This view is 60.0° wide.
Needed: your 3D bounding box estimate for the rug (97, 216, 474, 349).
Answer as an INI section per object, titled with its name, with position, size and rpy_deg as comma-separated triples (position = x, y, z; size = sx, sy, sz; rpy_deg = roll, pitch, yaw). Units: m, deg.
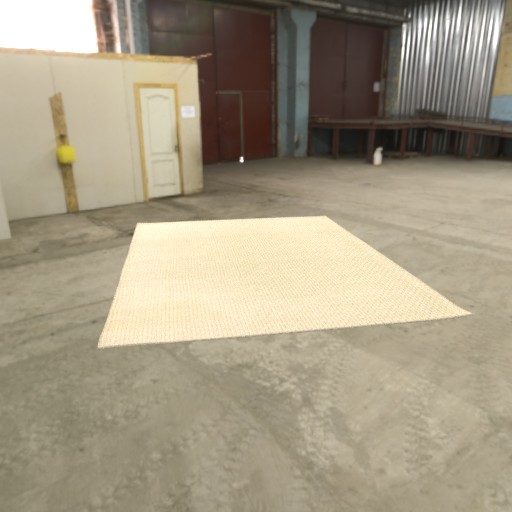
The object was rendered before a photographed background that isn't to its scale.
[rug]
position = 0.000, 0.000, 3.947
size = 2.277, 0.035, 2.897
rpy_deg = -3, 18, -10
